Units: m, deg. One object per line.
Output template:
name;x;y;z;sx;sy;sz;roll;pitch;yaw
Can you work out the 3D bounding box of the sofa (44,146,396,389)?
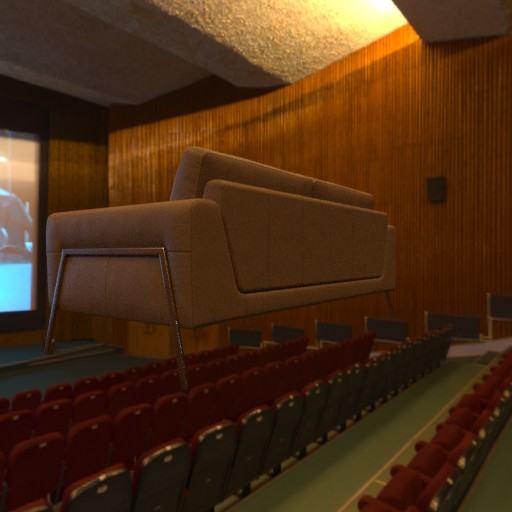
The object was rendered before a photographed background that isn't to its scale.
sofa;0.000;0.000;2.559;0.953;0.875;2.017;0;0;37
